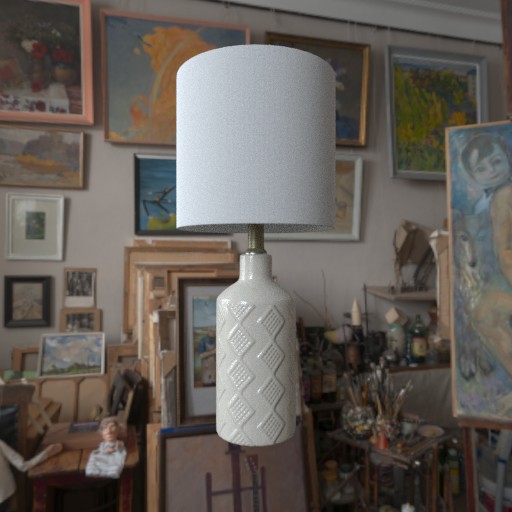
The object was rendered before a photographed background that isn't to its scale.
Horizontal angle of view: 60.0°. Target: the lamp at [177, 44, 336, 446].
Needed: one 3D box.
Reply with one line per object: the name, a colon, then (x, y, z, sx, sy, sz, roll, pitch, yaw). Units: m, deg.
lamp: (0.000, 0.000, 0.585, 0.207, 0.461, 0.207, 0, 0, 37)
